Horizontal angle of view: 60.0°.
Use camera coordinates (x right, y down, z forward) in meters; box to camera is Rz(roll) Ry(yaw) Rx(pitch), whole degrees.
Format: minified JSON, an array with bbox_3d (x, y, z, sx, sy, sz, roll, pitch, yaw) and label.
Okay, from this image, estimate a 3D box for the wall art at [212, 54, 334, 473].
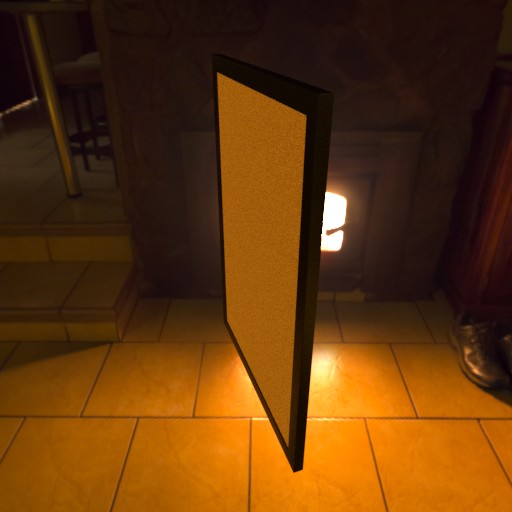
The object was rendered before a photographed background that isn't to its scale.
[{"bbox_3d":[0.000,0.000,0.549,0.013,0.432,0.304,-10,31,-17],"label":"wall art"}]
